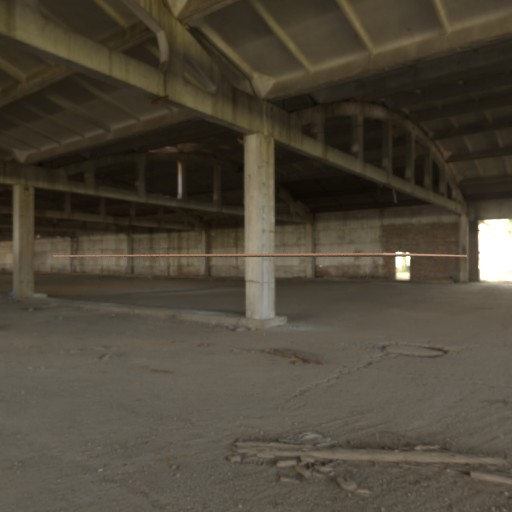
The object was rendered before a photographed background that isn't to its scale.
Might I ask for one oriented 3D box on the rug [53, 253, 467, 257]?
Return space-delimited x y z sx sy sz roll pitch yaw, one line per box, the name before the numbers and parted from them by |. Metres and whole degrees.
rug | 0.000 0.000 2.349 1.829 0.008 1.219 0 0 36
